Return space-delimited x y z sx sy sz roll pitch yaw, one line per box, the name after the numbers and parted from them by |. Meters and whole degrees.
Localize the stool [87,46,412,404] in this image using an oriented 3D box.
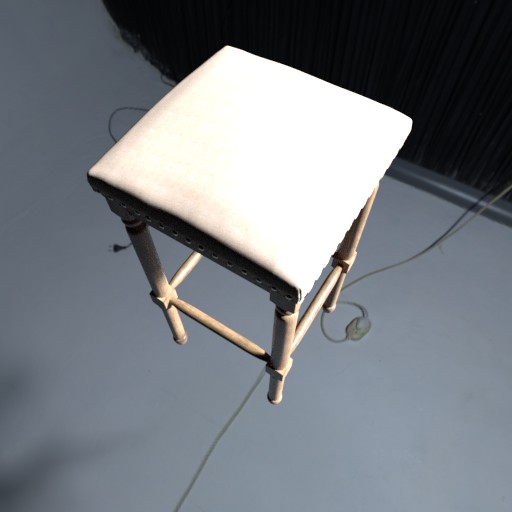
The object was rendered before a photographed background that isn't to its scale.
0.000 0.000 0.985 0.382 0.768 0.383 28 63 16 | stool
